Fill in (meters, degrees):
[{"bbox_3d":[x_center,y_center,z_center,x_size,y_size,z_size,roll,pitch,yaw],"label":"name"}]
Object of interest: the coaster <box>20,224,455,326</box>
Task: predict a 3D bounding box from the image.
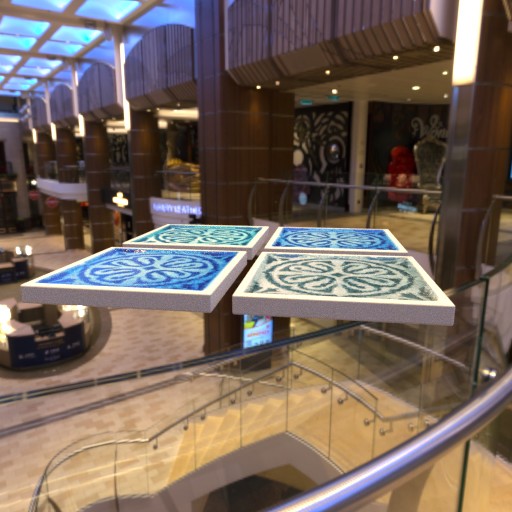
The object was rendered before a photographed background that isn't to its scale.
[{"bbox_3d":[0.000,0.000,0.321,0.214,0.010,0.219,2,13,9],"label":"coaster"}]
